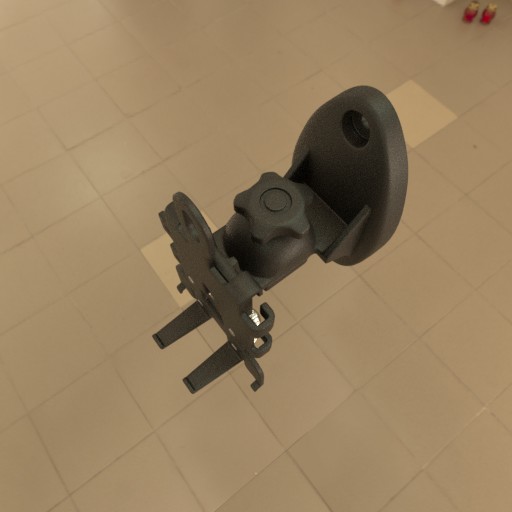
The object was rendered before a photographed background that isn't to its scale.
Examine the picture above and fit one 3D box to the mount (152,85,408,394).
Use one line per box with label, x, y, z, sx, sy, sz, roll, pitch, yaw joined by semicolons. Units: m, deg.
mount;0.000;0.000;0.173;0.100;0.118;0.066;-35;69;-16
